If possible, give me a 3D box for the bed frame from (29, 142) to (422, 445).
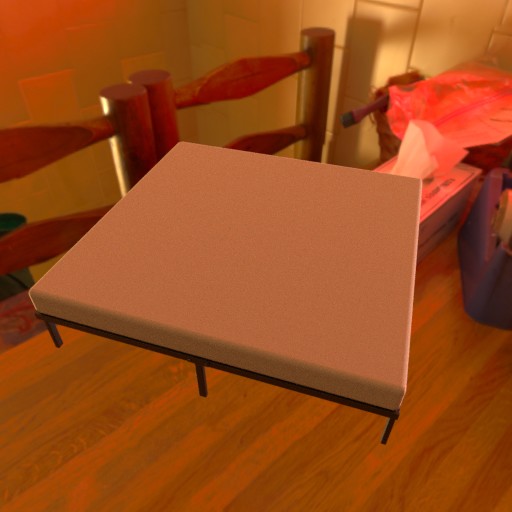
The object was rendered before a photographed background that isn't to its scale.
[{"bbox_3d":[0.000,0.000,3.942,2.635,0.680,2.526,12,42,14],"label":"bed frame"}]
